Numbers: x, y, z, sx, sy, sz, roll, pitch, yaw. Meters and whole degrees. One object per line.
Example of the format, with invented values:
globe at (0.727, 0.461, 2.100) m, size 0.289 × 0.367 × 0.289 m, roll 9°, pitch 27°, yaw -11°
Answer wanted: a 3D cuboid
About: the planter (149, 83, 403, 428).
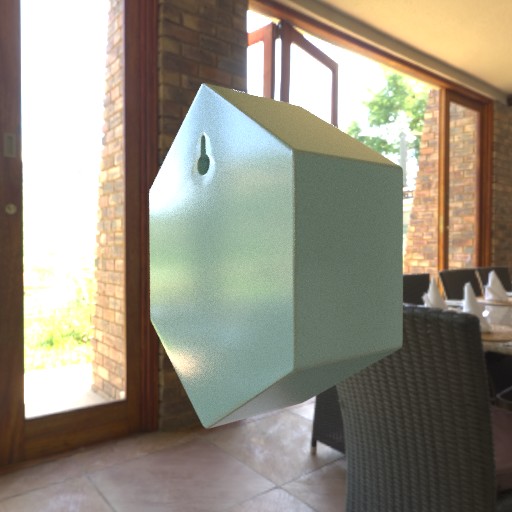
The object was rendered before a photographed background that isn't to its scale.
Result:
planter at (0.000, 0.000, 0.287) m, size 0.078 × 0.207 × 0.169 m, roll -1°, pitch 1°, yaw -35°
